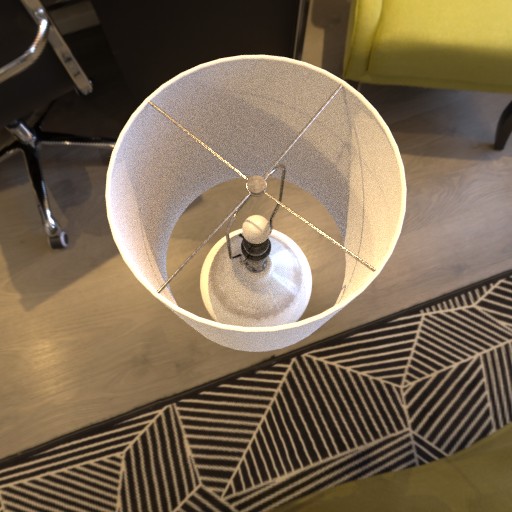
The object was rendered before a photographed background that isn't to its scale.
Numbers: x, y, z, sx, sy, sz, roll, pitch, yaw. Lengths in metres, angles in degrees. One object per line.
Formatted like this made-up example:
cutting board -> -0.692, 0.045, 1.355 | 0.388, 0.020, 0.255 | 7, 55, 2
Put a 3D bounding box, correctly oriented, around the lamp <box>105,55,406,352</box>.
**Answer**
lamp -> 0.000, 0.000, 0.514 | 0.217, 0.404, 0.217 | 38, 78, 10
